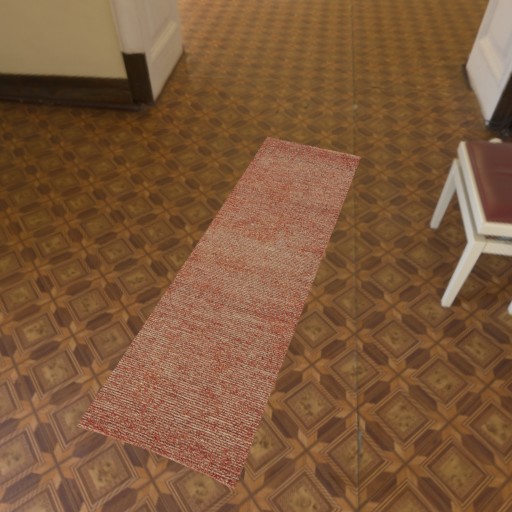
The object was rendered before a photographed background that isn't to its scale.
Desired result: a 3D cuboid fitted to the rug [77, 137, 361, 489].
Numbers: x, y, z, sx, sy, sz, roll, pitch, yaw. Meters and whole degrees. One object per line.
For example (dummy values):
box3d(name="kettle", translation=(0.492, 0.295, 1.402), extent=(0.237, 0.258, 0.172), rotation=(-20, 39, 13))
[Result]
box3d(name="rug", translation=(0.000, 0.000, 2.523), extent=(0.718, 0.013, 2.353), rotation=(16, 49, 14))
